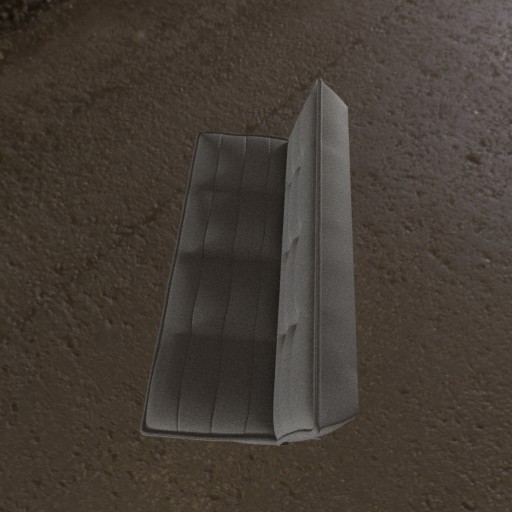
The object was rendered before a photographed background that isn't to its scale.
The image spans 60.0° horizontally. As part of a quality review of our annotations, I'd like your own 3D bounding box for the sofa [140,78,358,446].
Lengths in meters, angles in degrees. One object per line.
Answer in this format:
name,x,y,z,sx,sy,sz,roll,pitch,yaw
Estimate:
sofa,0.000,0.000,2.474,0.950,0.890,1.940,4,61,2
